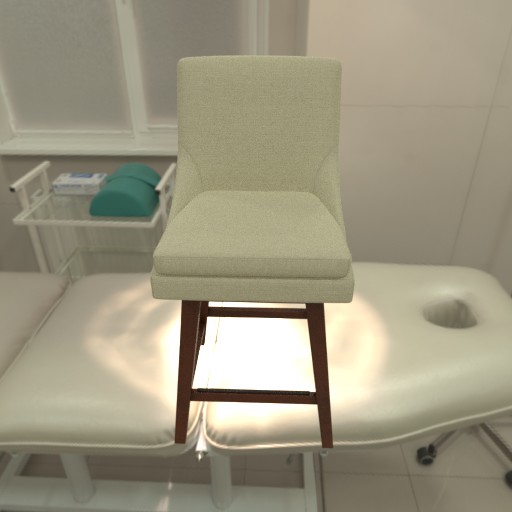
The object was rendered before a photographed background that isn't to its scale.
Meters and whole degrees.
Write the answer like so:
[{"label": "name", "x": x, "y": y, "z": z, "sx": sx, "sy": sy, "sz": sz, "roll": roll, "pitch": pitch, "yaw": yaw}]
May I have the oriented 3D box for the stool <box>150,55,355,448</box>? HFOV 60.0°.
[{"label": "stool", "x": 0.000, "y": 0.000, "z": 1.265, "sx": 0.469, "sy": 0.991, "sz": 0.559, "roll": 1, "pitch": 31, "yaw": 2}]
